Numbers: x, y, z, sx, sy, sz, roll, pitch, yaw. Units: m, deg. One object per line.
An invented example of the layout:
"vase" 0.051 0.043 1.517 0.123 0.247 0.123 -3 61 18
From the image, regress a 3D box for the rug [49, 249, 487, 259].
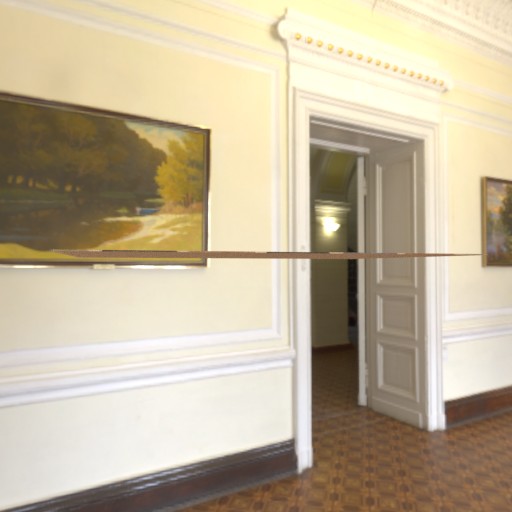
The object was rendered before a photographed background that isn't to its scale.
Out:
"rug" 0.000 0.000 2.904 2.284 0.006 1.521 0 -1 -18
